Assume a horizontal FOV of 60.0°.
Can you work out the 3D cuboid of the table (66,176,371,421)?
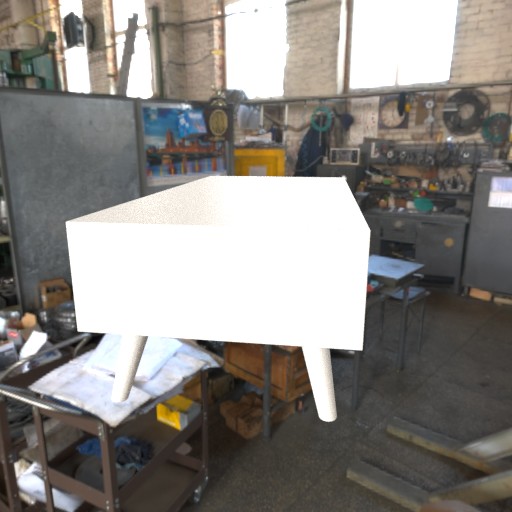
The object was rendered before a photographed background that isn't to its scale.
[{"bbox_3d":[0.000,0.000,1.489,0.609,0.432,1.194,2,15,8],"label":"table"}]
